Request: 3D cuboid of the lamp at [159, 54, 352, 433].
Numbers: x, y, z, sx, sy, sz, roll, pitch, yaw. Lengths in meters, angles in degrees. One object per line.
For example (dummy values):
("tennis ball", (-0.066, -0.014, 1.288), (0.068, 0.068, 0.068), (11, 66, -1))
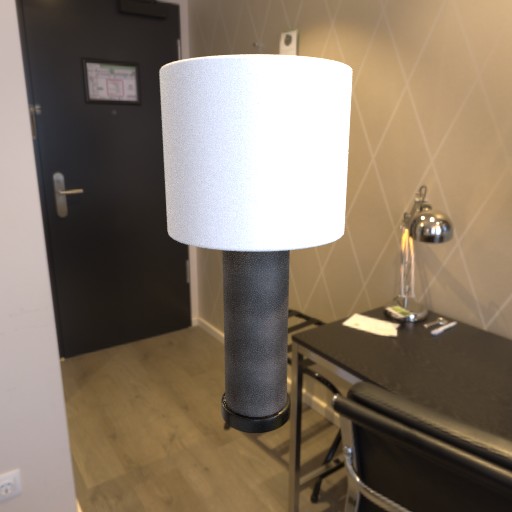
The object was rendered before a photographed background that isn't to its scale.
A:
("lamp", (0.000, 0.000, 0.793), (0.305, 0.634, 0.305), (7, 16, 24))
